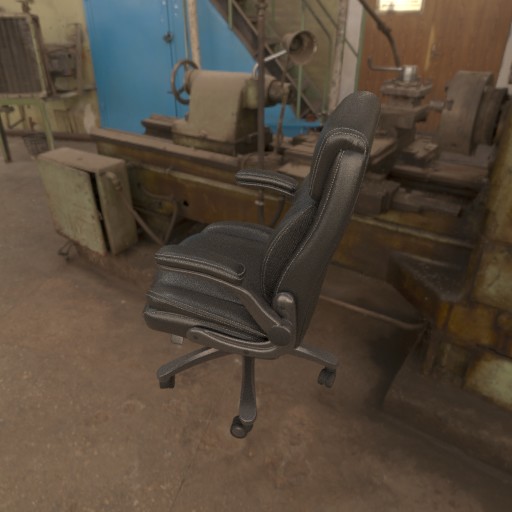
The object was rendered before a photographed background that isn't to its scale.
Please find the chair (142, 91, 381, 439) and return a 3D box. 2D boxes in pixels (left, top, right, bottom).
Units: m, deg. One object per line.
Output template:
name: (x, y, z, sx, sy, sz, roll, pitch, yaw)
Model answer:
chair: (0.000, 0.000, 1.595, 0.724, 1.110, 0.782, 8, 31, 14)
